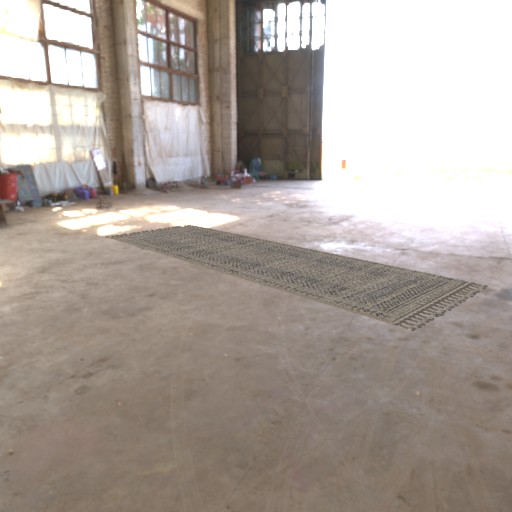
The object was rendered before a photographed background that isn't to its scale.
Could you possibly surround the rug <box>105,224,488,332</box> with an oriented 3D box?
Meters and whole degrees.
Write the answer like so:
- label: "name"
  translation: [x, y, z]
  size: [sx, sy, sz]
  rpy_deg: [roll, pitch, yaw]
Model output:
- label: "rug"
  translation: [0.000, 0.000, 2.753]
  size: [0.786, 0.013, 2.480]
  rpy_deg: [-13, 19, -43]
